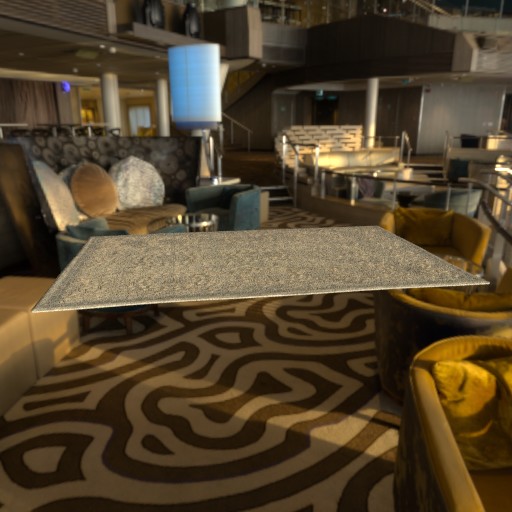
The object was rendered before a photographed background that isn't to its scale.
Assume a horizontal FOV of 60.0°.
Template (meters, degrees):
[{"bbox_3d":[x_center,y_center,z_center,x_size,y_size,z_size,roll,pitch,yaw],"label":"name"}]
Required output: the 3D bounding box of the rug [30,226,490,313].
[{"bbox_3d":[0.000,0.000,3.085,2.498,0.022,1.535,-3,17,-9],"label":"rug"}]
